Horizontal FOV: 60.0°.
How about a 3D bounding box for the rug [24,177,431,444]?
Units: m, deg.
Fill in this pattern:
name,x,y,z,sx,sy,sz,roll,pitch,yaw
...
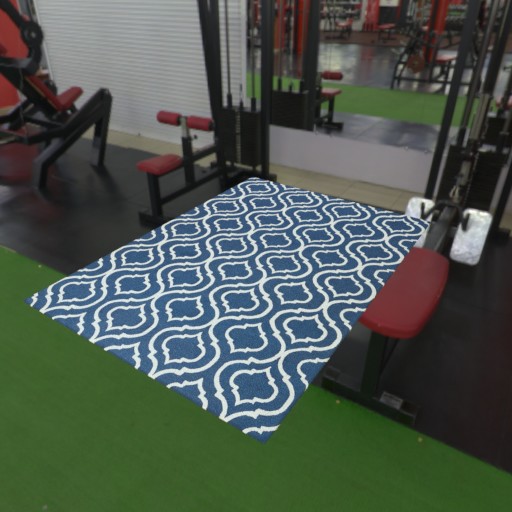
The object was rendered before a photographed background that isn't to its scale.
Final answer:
name,x,y,z,sx,sy,sz,roll,pitch,yaw
rug,0.000,0.000,2.725,1.524,0.010,2.134,19,36,29
